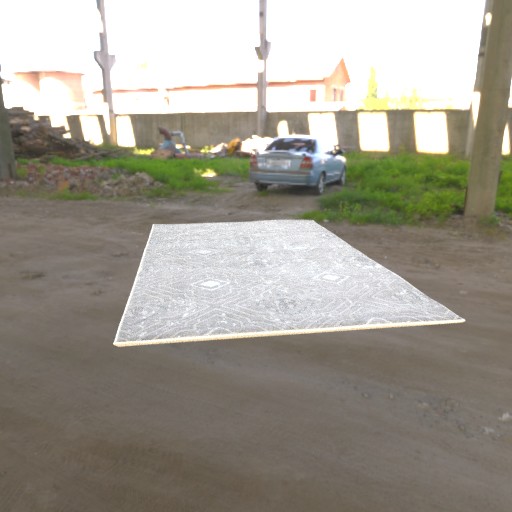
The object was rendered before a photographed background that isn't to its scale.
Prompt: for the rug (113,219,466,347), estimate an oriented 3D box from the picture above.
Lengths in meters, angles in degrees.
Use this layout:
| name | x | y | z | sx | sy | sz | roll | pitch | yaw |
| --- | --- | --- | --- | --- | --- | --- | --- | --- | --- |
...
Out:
| name | x | y | z | sx | sy | sz | roll | pitch | yaw |
| --- | --- | --- | --- | --- | --- | --- | --- | --- | --- |
| rug | 0.000 | 0.000 | 3.036 | 1.537 | 0.036 | 2.447 | -2 | 16 | -9 |
